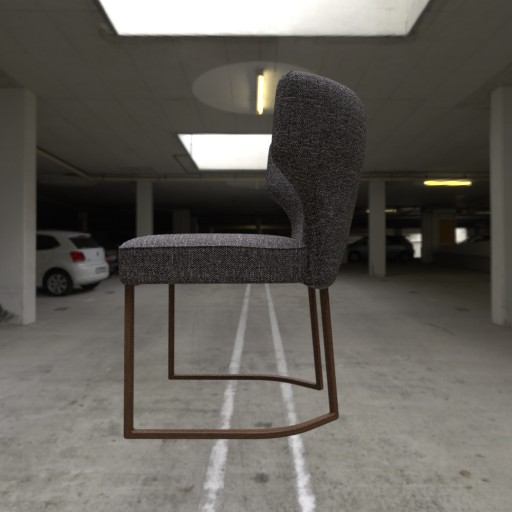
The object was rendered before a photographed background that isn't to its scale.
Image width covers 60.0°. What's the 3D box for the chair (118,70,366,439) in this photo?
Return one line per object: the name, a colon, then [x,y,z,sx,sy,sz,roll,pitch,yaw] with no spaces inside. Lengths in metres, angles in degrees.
chair: [0.000,0.000,1.248,0.617,0.824,0.611,0,-1,0]
